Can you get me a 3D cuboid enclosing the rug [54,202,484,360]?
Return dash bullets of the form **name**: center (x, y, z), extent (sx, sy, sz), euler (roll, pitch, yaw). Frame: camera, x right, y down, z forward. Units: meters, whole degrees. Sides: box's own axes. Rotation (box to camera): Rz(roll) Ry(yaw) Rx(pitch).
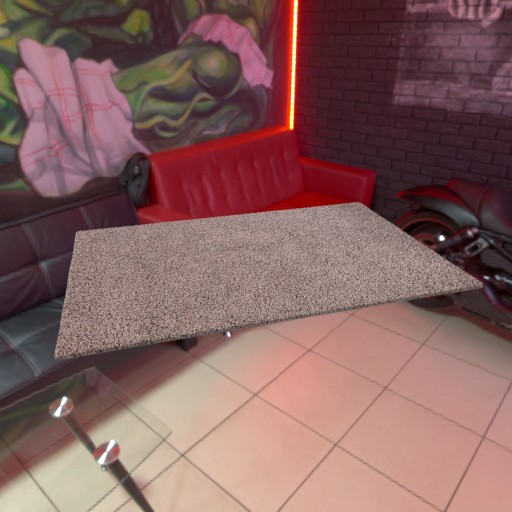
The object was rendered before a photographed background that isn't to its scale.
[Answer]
- **rug**: center (0.000, 0.000, 3.447), extent (2.743, 0.030, 1.778), euler (-7, 27, -15)
